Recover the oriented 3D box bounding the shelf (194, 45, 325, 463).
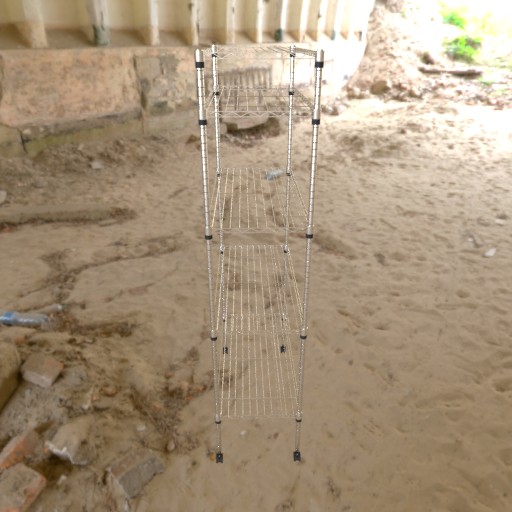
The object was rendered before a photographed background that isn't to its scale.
[{"bbox_3d":[0.000,0.000,1.859,0.356,1.587,0.762,-1,26,-1],"label":"shelf"}]
